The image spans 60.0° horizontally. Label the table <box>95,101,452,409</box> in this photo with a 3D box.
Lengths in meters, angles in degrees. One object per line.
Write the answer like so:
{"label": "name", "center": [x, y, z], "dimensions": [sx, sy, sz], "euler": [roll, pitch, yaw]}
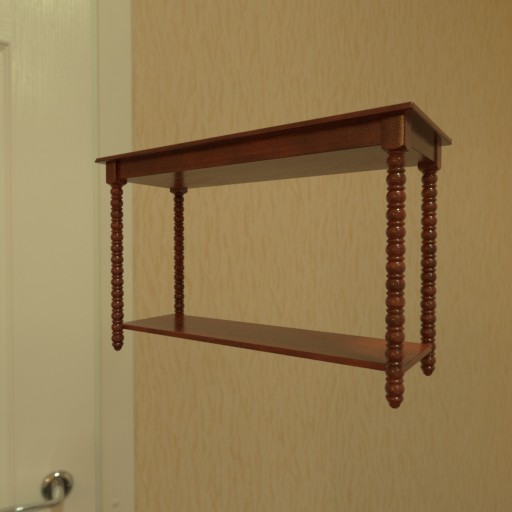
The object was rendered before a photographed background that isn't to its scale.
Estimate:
{"label": "table", "center": [0.000, 0.000, 1.546], "dimensions": [1.184, 0.740, 0.459], "euler": [1, 2, 34]}
